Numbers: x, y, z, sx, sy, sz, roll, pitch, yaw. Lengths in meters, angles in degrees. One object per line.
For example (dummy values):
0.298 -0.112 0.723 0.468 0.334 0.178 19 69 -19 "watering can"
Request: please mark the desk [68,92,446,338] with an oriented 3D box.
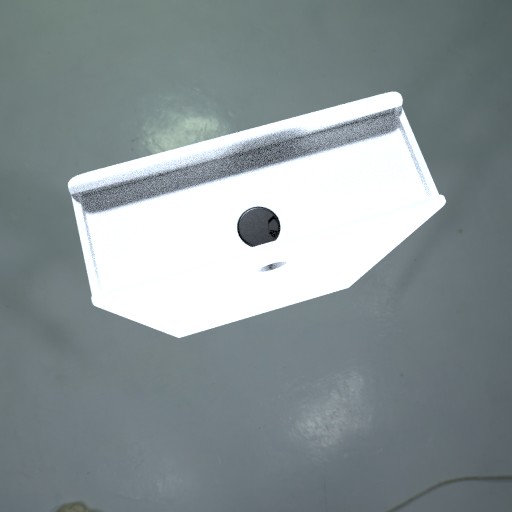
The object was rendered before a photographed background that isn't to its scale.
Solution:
0.000 0.000 1.523 0.795 1.190 0.278 -16 76 -4 "desk"
